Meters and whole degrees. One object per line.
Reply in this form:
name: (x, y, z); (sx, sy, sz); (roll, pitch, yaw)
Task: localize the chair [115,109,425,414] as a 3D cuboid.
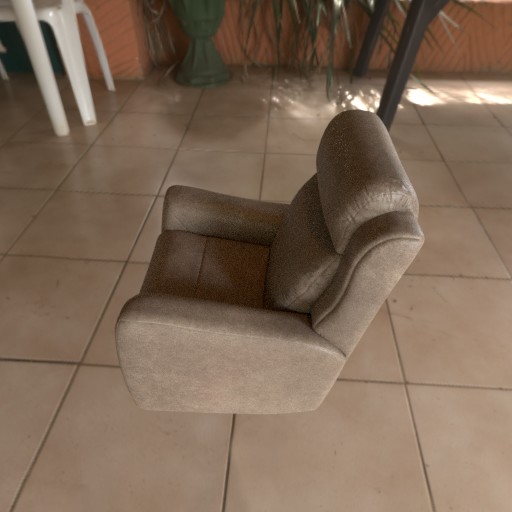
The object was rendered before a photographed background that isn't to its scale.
chair: (0.000, 0.000, 1.942); (1.068, 1.116, 0.967); (2, 40, 2)
